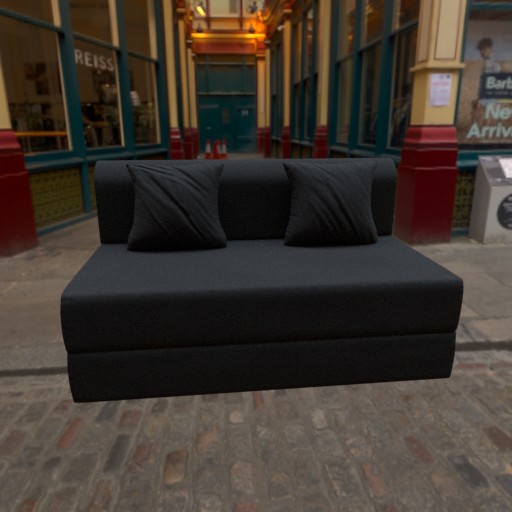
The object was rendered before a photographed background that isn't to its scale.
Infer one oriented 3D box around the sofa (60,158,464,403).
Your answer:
[{"bbox_3d":[0.000,0.000,1.667,1.225,0.670,0.762,-2,17,-6],"label":"sofa"}]
